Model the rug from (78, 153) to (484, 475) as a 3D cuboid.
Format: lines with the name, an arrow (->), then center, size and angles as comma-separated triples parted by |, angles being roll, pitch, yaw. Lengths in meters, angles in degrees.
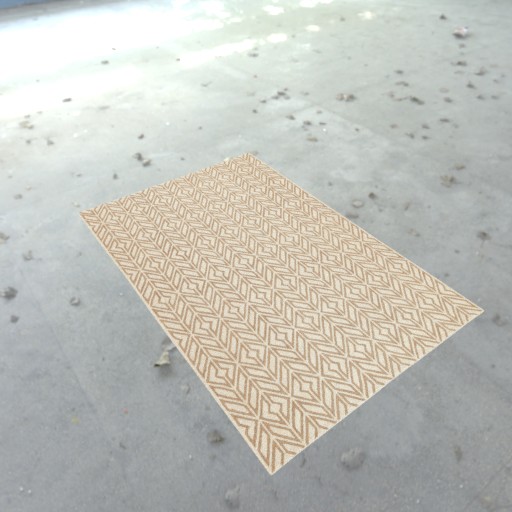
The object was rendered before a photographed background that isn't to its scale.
rug -> 0.000, 0.000, 2.286 | 1.220, 0.007, 1.828 | -26, 47, -26
